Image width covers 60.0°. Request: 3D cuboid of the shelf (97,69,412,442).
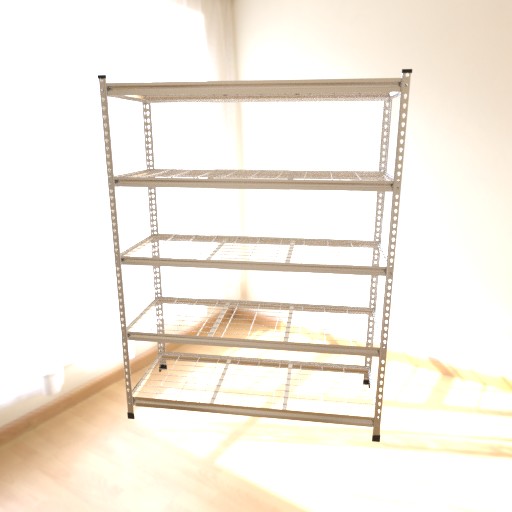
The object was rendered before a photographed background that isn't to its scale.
[{"bbox_3d":[0.000,0.000,2.664,1.524,1.981,0.610,2,16,8],"label":"shelf"}]
